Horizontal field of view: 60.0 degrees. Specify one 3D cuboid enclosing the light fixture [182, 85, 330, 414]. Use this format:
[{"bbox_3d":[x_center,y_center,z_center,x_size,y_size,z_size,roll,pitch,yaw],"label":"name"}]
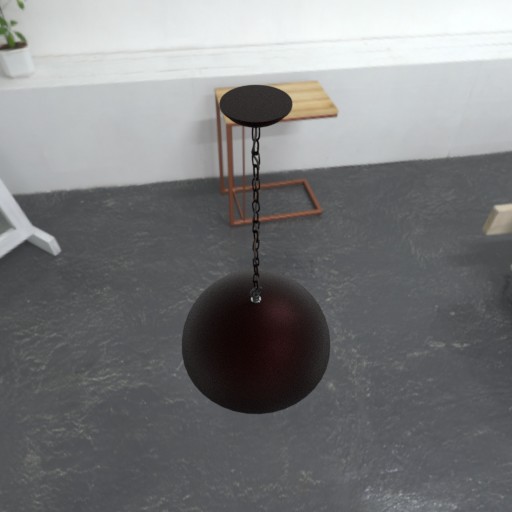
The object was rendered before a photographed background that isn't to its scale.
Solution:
[{"bbox_3d":[0.000,0.000,1.163,0.492,0.869,0.492,-23,52,-19],"label":"light fixture"}]
